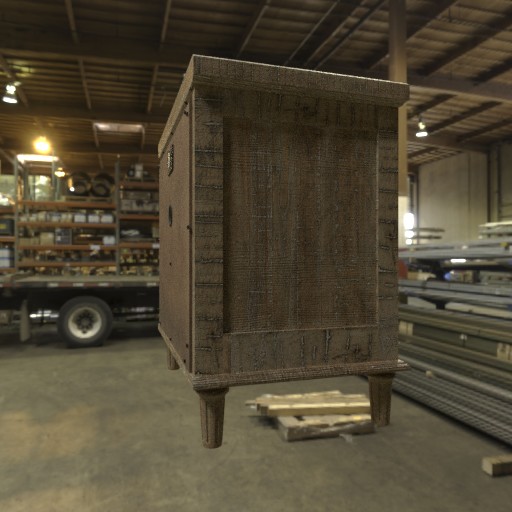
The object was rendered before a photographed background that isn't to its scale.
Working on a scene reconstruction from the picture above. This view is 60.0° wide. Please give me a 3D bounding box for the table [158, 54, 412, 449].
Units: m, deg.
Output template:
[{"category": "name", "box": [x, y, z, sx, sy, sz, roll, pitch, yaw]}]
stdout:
[{"category": "table", "box": [0.000, 0.000, 1.171, 0.457, 0.711, 0.686, 0, 0, -17]}]
